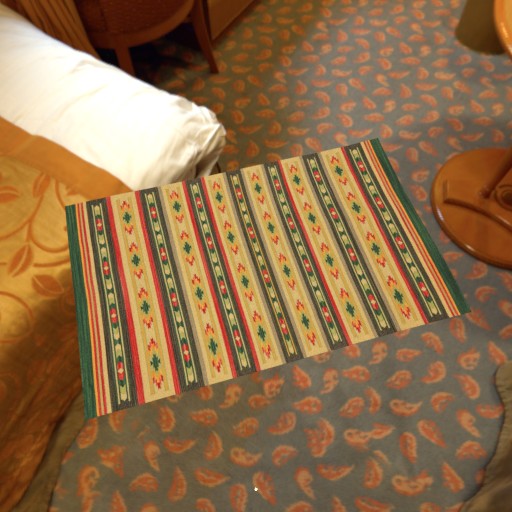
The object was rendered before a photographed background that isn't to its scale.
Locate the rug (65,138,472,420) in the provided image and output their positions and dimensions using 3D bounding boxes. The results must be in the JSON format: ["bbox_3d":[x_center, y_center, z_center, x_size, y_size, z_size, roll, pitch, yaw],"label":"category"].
[{"bbox_3d":[0.000,0.000,3.019,2.447,0.011,1.520,-14,63,-7],"label":"rug"}]
